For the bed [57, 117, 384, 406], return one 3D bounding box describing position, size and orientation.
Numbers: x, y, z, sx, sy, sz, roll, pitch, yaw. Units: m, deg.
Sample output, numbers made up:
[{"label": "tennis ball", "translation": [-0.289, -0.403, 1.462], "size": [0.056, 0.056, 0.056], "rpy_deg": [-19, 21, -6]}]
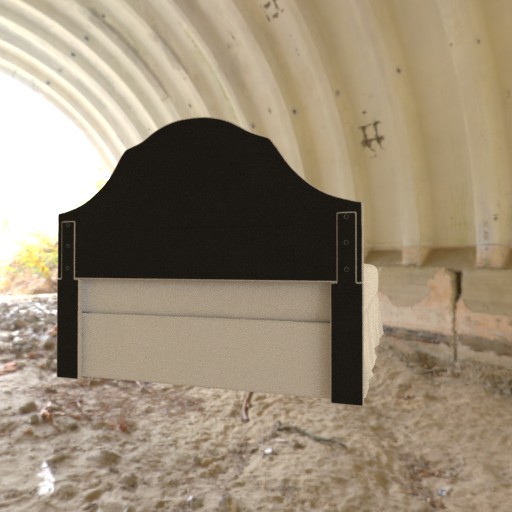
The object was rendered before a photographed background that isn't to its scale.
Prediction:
[{"label": "bed", "translation": [0.000, 0.000, 3.792], "size": [2.039, 1.617, 2.477], "rpy_deg": [0, -1, 17]}]
